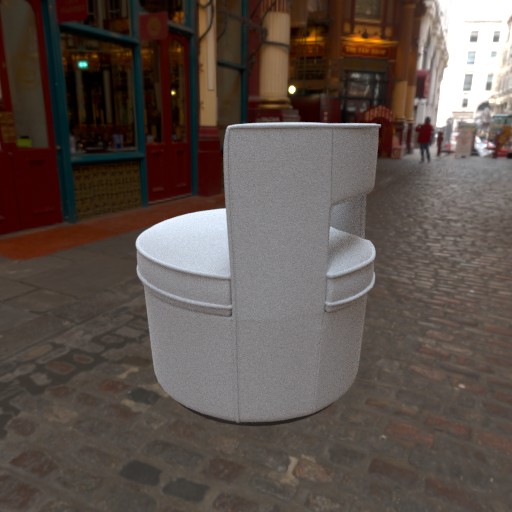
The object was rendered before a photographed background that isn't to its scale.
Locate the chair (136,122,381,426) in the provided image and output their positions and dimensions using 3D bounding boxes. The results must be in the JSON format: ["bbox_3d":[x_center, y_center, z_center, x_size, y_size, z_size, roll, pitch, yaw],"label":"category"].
[{"bbox_3d":[0.000,0.000,1.260,0.665,0.723,0.650,8,18,26],"label":"chair"}]
